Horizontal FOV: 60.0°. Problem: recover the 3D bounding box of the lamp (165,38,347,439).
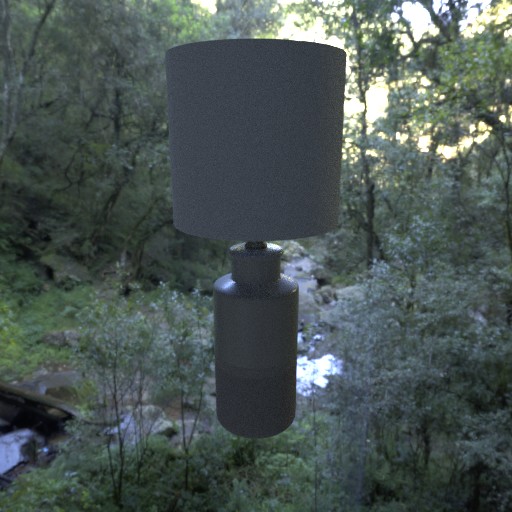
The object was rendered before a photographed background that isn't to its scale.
[{"bbox_3d":[0.000,0.000,0.593,0.212,0.493,0.212,8,18,25],"label":"lamp"}]
